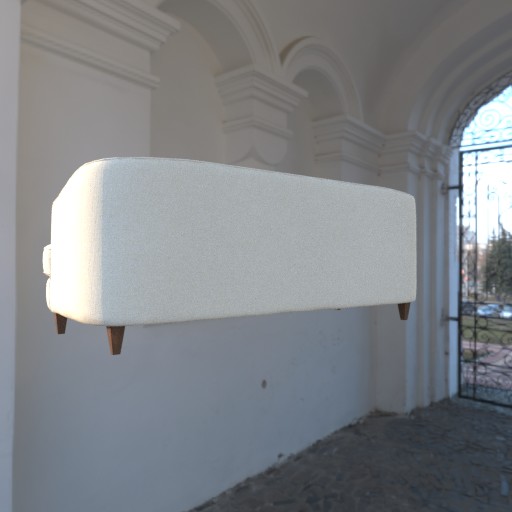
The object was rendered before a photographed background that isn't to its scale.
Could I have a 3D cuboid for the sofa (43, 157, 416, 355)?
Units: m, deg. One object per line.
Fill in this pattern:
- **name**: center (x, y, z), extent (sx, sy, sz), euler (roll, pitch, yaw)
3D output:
- **sofa**: center (0.000, 0.000, 2.733), extent (2.278, 0.855, 0.941), euler (0, -1, -35)
